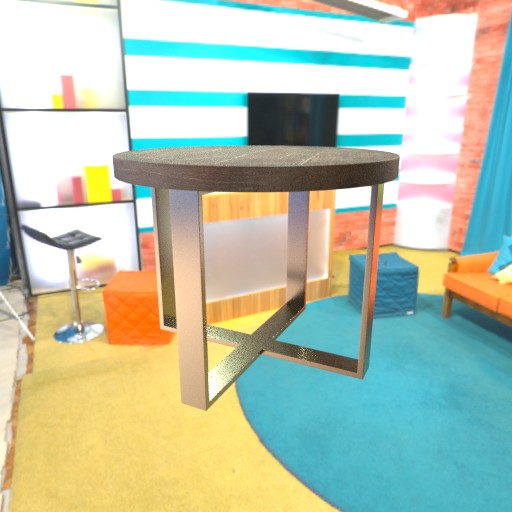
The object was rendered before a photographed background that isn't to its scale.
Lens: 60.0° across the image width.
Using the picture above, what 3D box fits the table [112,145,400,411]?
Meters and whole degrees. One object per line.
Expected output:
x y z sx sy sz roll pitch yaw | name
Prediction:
0.000 0.000 0.961 0.557 0.437 0.557 0 17 0 | table
